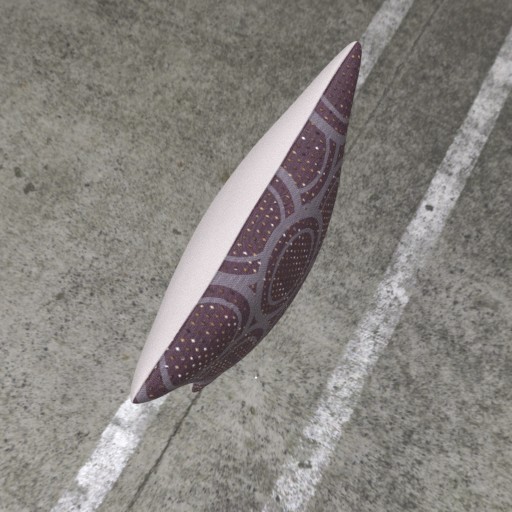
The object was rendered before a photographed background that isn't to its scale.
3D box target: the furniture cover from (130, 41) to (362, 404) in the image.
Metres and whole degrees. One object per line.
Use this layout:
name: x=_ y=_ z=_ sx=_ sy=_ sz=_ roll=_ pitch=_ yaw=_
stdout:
furniture cover: x=0.000 y=0.000 z=0.788 sx=0.193 sy=0.509 sz=0.552 roll=29 pitch=77 yaw=8
